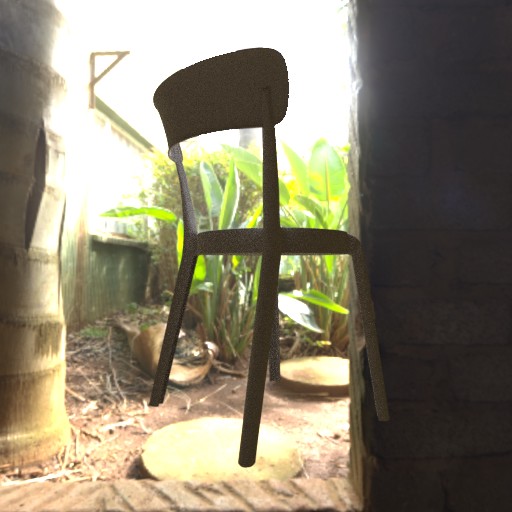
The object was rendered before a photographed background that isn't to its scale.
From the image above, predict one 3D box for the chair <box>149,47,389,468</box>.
[{"bbox_3d":[0.000,0.000,1.116,0.491,0.790,0.506,1,-1,-36],"label":"chair"}]
